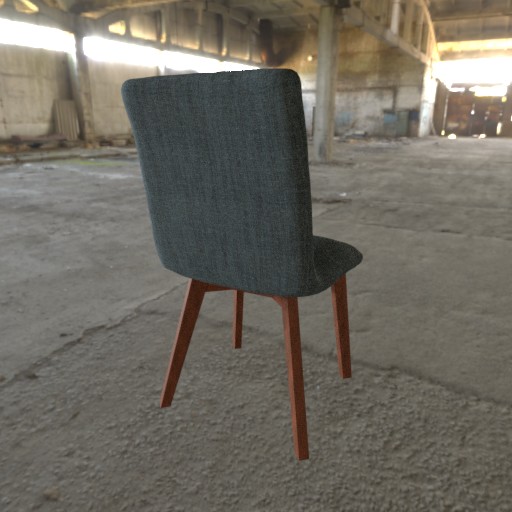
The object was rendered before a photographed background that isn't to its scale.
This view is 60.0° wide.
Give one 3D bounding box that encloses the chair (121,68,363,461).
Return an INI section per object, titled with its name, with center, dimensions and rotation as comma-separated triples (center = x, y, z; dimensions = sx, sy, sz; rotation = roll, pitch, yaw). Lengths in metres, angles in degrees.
[chair]
center = 0.000, 0.000, 1.313
dimensions = 0.522, 0.974, 0.563
rotation = 9, 20, 27
